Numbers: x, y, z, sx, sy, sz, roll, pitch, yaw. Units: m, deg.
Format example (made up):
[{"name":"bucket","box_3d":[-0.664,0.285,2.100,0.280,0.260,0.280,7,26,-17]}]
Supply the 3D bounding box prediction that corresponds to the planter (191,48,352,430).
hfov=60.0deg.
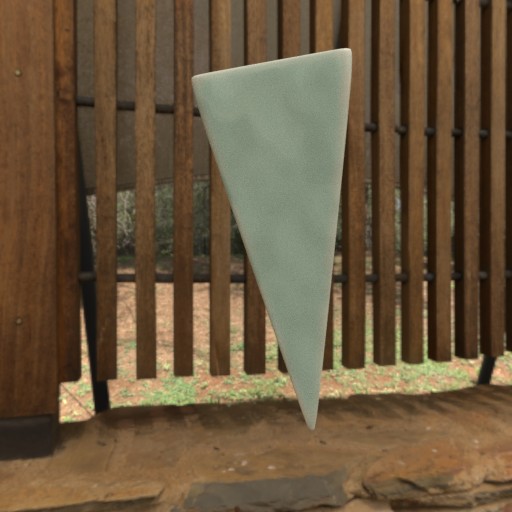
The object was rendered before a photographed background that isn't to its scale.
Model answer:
[{"name":"planter","box_3d":[0.000,0.000,0.217,0.064,0.178,0.080,0,0,-19]}]
